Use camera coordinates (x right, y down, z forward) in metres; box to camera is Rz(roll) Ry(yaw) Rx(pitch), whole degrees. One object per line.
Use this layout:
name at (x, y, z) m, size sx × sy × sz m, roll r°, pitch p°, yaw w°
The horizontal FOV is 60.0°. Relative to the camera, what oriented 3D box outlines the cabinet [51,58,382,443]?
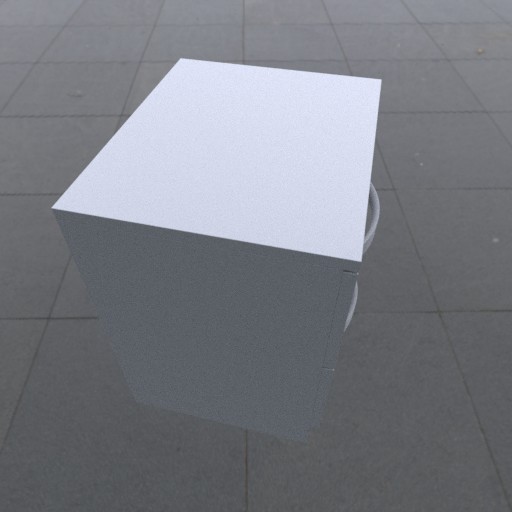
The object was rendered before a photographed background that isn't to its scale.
cabinet at (0.000, 0.000, 0.755) m, size 0.360 × 0.470 × 0.400 m, roll 10°, pitch 47°, yaw 9°
